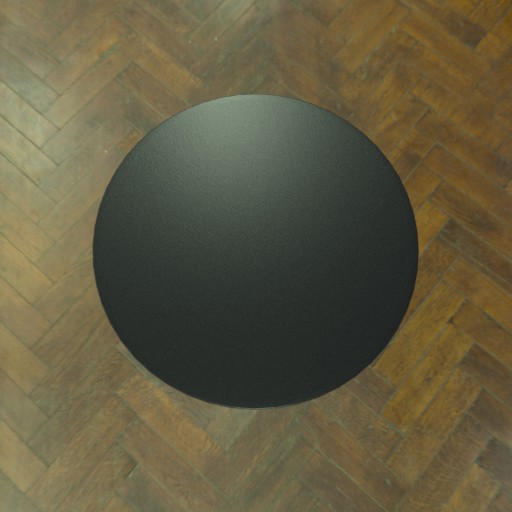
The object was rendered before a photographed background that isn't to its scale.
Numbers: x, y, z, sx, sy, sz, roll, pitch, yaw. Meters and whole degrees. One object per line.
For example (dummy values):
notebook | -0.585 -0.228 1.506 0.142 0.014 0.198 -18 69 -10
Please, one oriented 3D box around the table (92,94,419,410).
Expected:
table | 0.000 0.000 1.631 1.029 0.491 1.029 0 77 0
